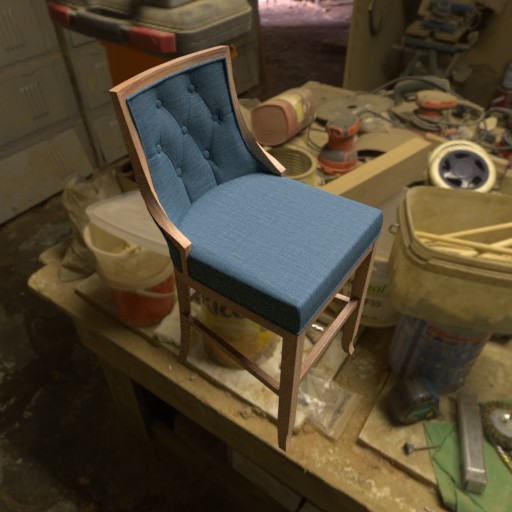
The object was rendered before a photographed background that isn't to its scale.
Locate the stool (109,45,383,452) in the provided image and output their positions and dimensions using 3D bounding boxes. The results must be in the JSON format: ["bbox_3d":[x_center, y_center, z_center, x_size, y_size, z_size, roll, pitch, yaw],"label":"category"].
[{"bbox_3d":[0.000,0.000,1.444,0.626,1.101,0.524,25,48,26],"label":"stool"}]
